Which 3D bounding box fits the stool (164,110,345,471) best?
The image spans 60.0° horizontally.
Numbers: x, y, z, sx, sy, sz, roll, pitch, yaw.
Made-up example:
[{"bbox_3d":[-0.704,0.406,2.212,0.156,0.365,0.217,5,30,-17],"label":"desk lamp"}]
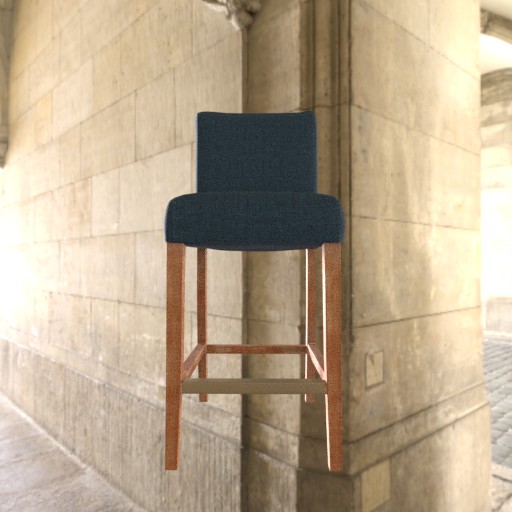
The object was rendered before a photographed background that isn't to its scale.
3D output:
[{"bbox_3d":[0.000,0.000,1.338,0.454,1.039,0.567,0,-1,1],"label":"stool"}]
